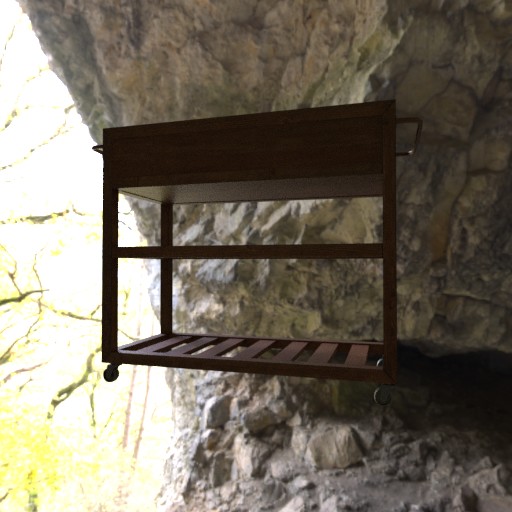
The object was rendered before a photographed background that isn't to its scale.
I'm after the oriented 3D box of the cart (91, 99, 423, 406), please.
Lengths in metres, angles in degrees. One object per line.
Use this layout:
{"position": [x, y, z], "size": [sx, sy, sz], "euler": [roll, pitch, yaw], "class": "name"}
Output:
{"position": [0.000, 0.000, 1.525], "size": [1.065, 0.830, 0.445], "euler": [0, -1, 16], "class": "cart"}
